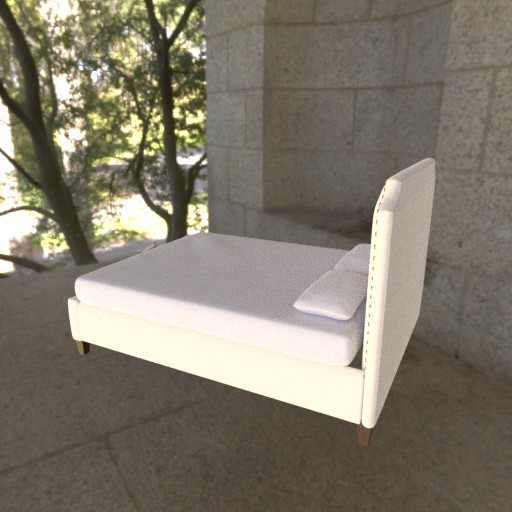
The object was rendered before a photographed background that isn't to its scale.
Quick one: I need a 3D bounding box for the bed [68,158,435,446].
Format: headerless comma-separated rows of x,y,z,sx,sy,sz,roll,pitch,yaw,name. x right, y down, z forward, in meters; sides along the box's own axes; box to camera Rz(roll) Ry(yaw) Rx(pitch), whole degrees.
0.000,0.000,3.469,2.372,1.497,1.712,9,19,26,bed
